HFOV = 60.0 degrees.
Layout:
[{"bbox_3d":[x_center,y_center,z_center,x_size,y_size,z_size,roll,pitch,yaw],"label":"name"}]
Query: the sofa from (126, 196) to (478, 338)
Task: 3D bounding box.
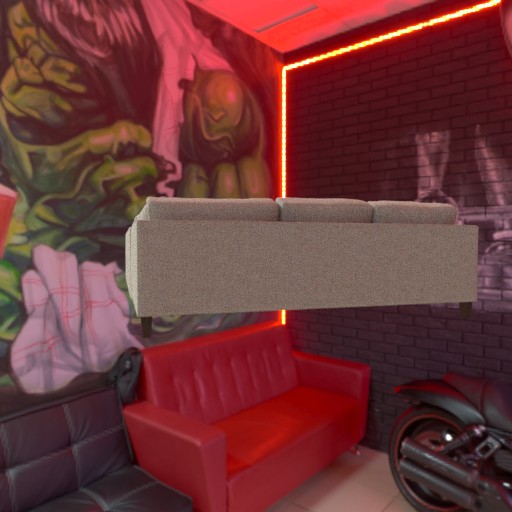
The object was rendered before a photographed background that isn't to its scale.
[{"bbox_3d":[0.000,0.000,4.381,2.432,0.863,3.182,0,1,-17],"label":"sofa"}]
